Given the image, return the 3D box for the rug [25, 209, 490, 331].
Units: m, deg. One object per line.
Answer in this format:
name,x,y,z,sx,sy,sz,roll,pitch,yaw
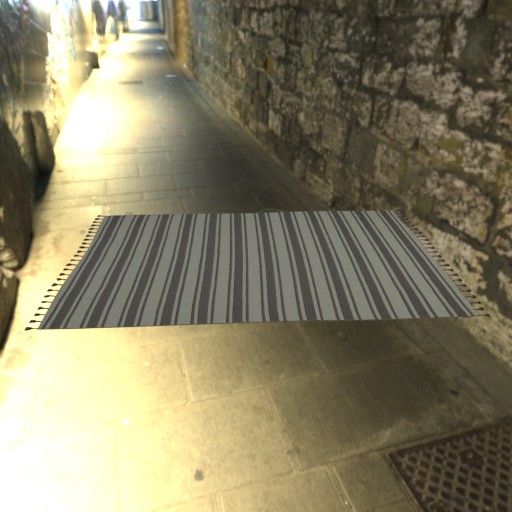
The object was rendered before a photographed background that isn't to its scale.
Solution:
rug,0.000,0.000,2.498,2.096,0.011,1.229,-1,29,-2
